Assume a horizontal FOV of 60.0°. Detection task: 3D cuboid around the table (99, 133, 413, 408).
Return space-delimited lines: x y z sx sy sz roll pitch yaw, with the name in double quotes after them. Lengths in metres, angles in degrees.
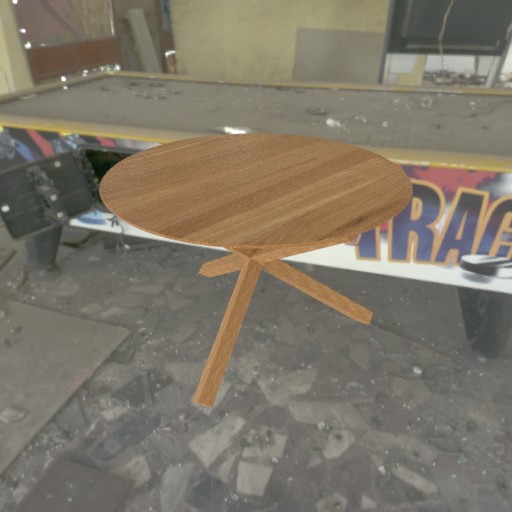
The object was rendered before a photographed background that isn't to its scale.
0.000 0.000 1.702 1.038 0.666 1.038 0 30 0 "table"
